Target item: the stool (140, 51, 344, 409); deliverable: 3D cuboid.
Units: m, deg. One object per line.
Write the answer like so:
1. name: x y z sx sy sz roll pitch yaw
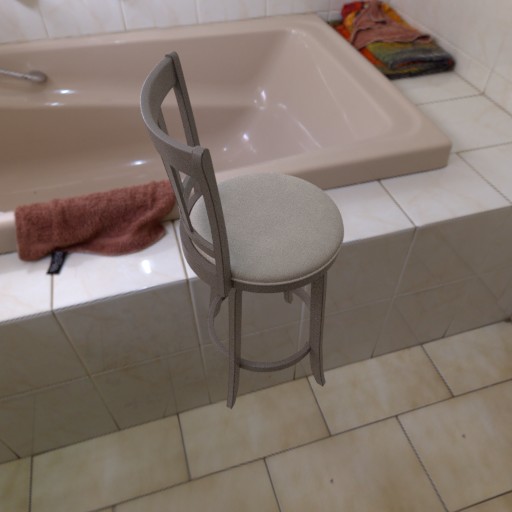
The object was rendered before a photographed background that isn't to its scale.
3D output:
1. stool: 0.000 0.000 1.280 0.475 1.023 0.436 -11 48 -10
